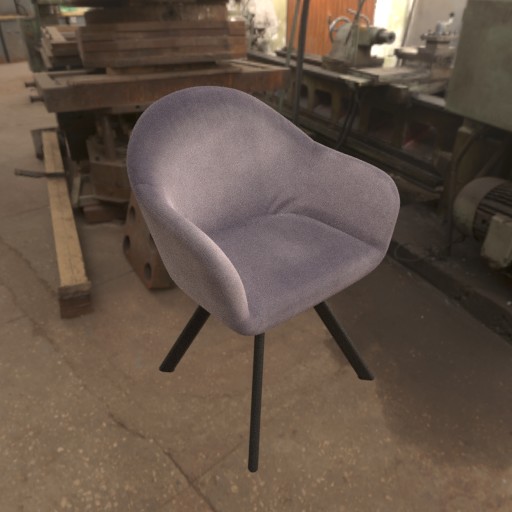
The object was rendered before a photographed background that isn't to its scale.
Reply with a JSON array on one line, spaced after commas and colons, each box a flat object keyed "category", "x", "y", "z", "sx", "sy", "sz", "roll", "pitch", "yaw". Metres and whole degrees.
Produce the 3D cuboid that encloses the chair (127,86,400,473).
[{"category": "chair", "x": 0.000, "y": 0.000, "z": 1.164, "sx": 0.570, "sy": 0.780, "sz": 0.540, "roll": -23, "pitch": 38, "yaw": -34}]
